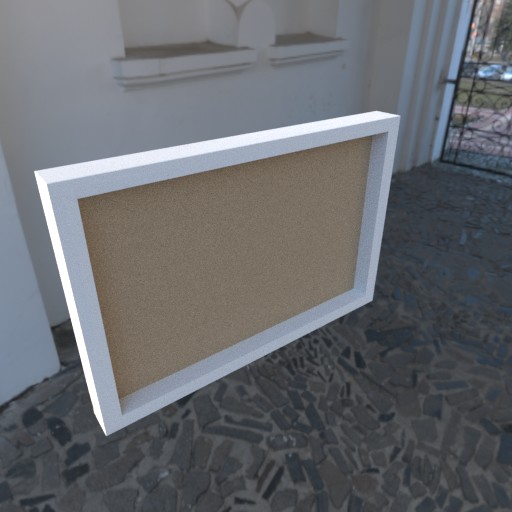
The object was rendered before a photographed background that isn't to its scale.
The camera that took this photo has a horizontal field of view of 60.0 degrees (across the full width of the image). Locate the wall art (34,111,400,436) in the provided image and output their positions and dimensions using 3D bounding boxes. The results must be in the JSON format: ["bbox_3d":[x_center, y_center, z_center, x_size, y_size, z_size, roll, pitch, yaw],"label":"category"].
[{"bbox_3d":[0.000,0.000,0.478,0.384,0.254,0.039,-19,34,-31],"label":"wall art"}]
